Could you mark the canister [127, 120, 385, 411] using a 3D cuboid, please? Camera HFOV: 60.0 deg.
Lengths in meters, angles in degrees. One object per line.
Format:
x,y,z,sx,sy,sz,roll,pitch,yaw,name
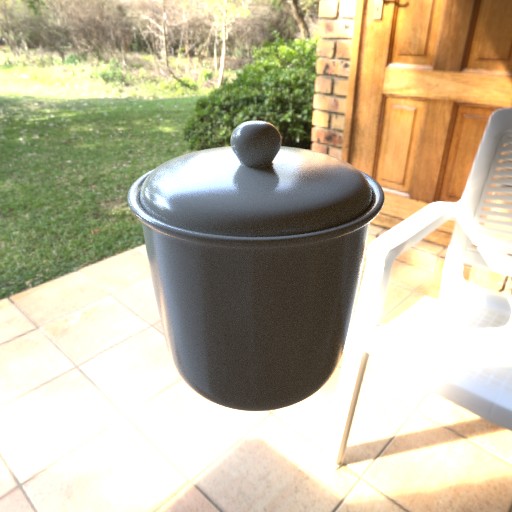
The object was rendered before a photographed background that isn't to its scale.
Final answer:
0.000,0.000,0.351,0.182,0.208,0.182,0,29,0,canister
